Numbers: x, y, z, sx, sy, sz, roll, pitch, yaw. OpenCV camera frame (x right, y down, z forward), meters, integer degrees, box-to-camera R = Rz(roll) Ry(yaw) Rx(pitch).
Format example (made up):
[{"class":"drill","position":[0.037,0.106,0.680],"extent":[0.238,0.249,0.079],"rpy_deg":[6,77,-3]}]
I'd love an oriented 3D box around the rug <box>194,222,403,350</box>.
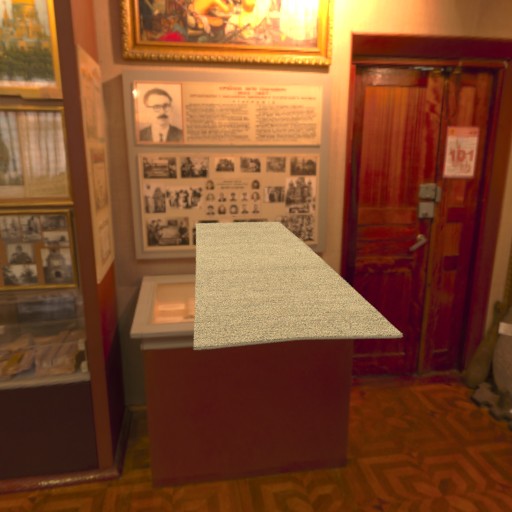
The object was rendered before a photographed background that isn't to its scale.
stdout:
[{"class":"rug","position":[0.000,0.000,2.533],"extent":[0.692,0.032,2.320],"rpy_deg":[-2,14,-7]}]
